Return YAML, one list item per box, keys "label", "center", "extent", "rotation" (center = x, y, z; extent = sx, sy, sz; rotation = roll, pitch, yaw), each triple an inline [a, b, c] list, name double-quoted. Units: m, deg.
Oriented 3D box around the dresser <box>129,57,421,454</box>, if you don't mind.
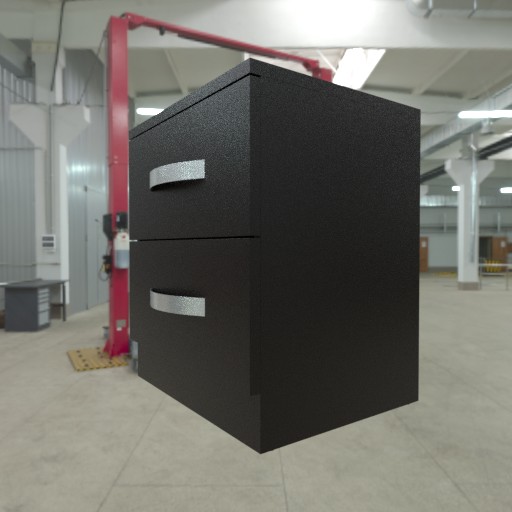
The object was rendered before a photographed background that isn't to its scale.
- label: "dresser"
  center: [0.000, 0.000, 0.769]
  extent: [0.360, 0.470, 0.400]
  rotation: [-1, 1, -36]
